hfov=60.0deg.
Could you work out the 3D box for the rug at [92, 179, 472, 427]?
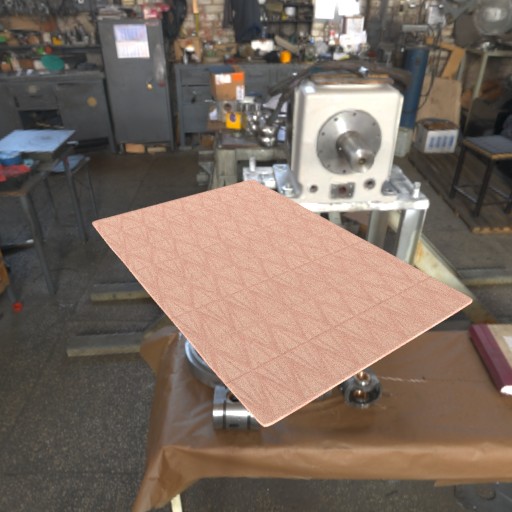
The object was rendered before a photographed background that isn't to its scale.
[{"bbox_3d":[0.000,0.000,3.152,1.609,0.015,2.390,-20,37,-29],"label":"rug"}]
